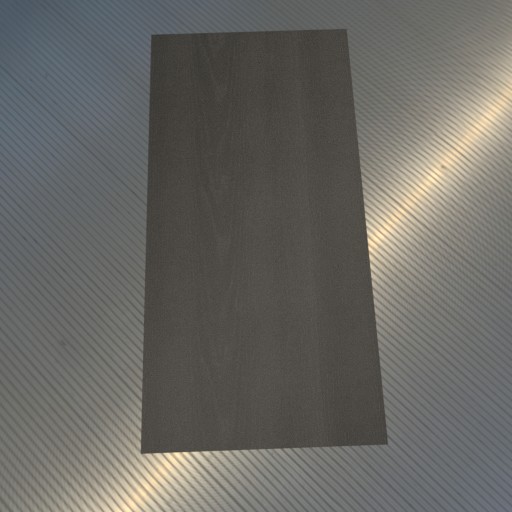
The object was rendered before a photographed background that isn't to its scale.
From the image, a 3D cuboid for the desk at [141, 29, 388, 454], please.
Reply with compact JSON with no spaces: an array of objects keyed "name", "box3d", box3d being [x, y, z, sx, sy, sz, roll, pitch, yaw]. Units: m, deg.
[{"name":"desk","box3d":[0.000,0.000,1.381,0.499,0.762,0.991,-2,76,0]}]
